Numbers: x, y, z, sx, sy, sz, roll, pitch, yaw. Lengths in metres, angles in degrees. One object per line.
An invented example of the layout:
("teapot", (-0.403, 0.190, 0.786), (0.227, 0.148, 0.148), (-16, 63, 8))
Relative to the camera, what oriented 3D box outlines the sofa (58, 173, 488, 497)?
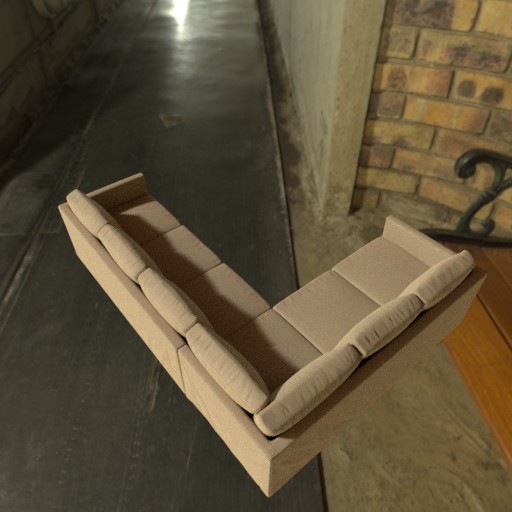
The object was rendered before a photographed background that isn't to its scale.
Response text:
("sofa", (0.000, 0.000, 4.192), (2.432, 0.871, 3.182), (-30, 52, -27))
